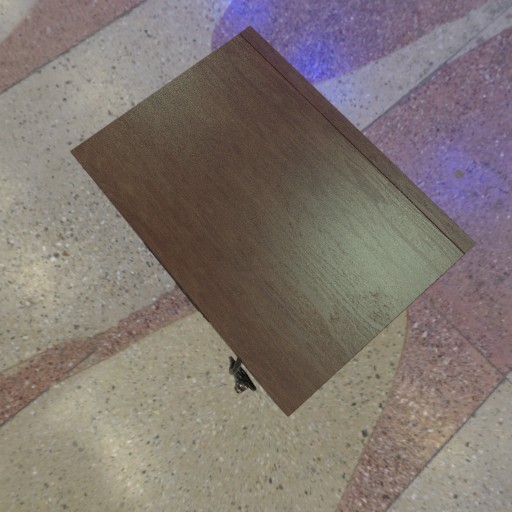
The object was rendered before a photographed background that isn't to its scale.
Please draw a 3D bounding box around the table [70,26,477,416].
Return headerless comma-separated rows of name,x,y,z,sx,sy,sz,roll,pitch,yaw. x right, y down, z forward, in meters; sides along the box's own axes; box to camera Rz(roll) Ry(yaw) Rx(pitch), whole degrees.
table,0.000,0.000,1.016,0.449,0.609,0.557,-39,78,-10
